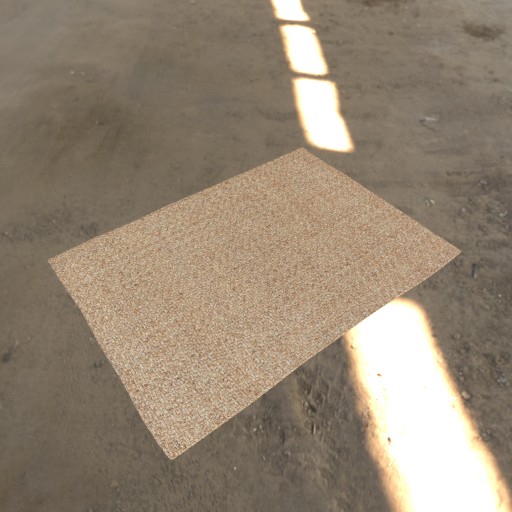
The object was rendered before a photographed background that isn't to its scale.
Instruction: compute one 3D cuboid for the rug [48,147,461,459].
[{"bbox_3d":[0.000,0.000,2.813,2.141,0.013,1.566,-29,53,-25],"label":"rug"}]
